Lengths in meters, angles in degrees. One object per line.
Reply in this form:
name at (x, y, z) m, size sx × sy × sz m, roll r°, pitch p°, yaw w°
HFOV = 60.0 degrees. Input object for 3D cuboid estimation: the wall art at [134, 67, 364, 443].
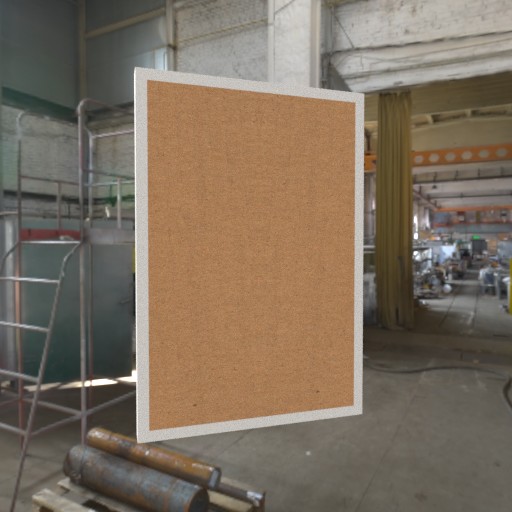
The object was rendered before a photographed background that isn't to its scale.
wall art at (0.000, 0.000, 0.559) m, size 0.293 × 0.428 × 0.025 m, roll 0°, pitch 2°, yaw -18°
